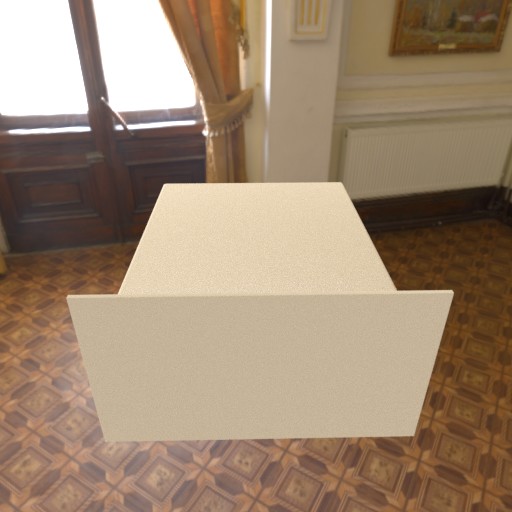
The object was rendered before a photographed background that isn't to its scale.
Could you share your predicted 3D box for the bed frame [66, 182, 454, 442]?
[{"bbox_3d":[0.000,0.000,2.620,1.400,0.800,1.900,-1,31,-1],"label":"bed frame"}]
